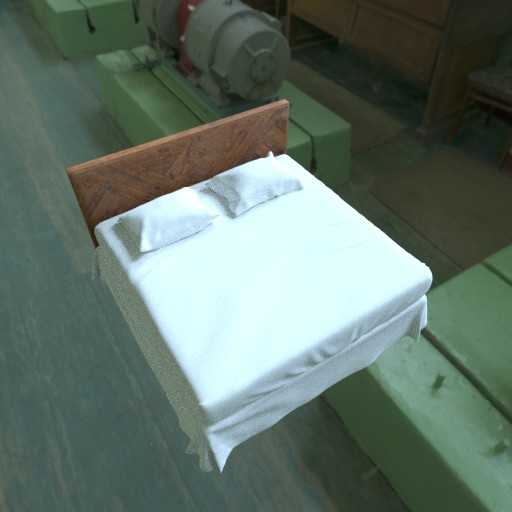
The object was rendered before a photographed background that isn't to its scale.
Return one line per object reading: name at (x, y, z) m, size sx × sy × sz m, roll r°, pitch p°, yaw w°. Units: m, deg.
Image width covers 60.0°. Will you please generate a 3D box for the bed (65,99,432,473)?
bed at (0.000, 0.000, 3.484) m, size 2.255 × 1.158 × 2.165 m, roll -25°, pitch 51°, yaw -22°
